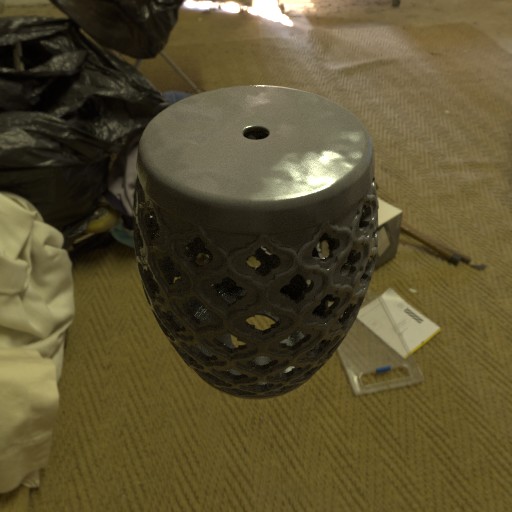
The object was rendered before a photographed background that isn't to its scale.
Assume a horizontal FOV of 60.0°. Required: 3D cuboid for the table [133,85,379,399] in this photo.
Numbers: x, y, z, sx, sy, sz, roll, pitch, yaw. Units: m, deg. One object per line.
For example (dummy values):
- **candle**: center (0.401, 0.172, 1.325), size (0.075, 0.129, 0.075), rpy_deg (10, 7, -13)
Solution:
- **table**: center (0.000, 0.000, 0.632), size (0.325, 0.388, 0.325), rpy_deg (0, 45, 0)
